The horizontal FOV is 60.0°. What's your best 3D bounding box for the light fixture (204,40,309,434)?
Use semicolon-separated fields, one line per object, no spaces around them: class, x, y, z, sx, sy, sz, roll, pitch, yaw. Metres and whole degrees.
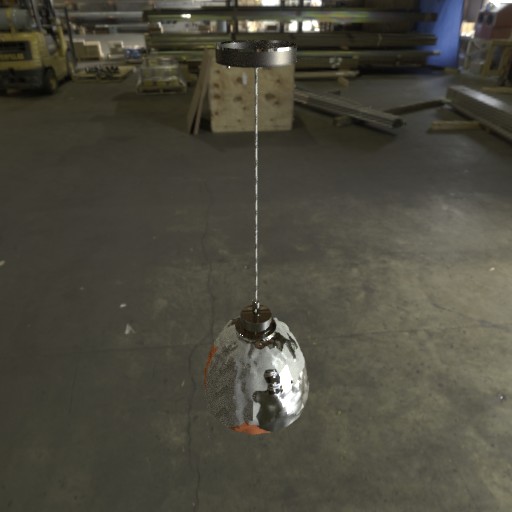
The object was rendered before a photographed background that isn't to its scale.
light fixture;0.000;0.000;1.742;0.496;1.511;0.500;-10;33;-16
